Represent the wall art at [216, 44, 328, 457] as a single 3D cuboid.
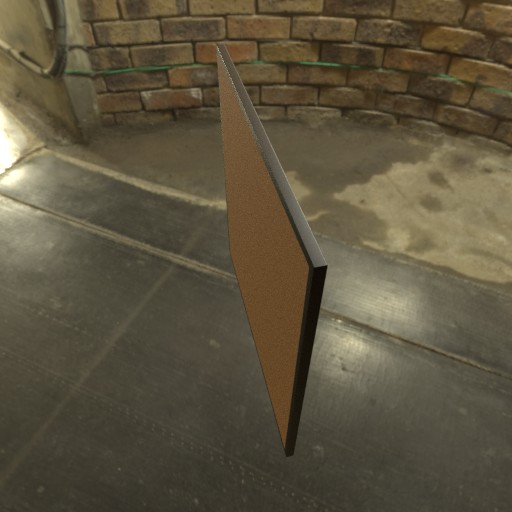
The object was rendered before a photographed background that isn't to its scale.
[{"bbox_3d":[0.000,0.000,0.686,0.012,0.458,0.457,-10,48,-9],"label":"wall art"}]
